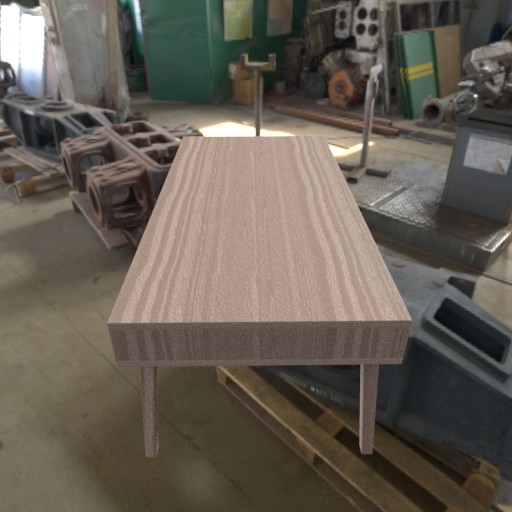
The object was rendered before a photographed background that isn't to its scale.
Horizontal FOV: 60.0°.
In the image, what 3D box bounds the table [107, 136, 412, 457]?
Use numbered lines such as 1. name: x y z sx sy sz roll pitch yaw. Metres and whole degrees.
1. table: 0.000 0.000 1.495 0.600 0.450 1.200 0 32 -1
